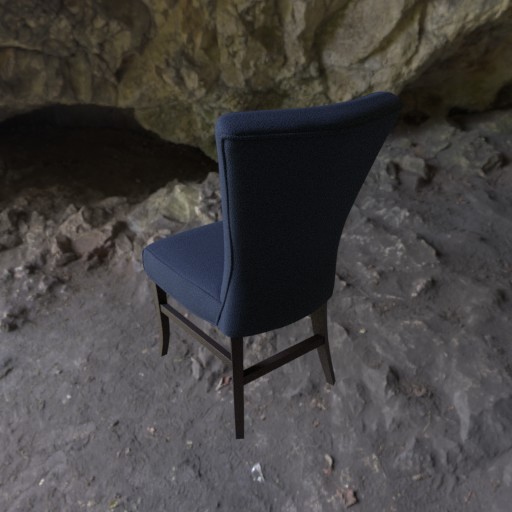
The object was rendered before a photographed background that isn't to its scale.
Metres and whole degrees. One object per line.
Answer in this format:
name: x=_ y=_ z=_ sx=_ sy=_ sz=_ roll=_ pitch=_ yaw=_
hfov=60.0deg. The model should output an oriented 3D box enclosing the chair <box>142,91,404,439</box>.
chair: x=0.000 y=0.000 z=1.376 sx=0.520 sy=0.991 sz=0.660 roll=-19 pitch=35 yaw=-30
